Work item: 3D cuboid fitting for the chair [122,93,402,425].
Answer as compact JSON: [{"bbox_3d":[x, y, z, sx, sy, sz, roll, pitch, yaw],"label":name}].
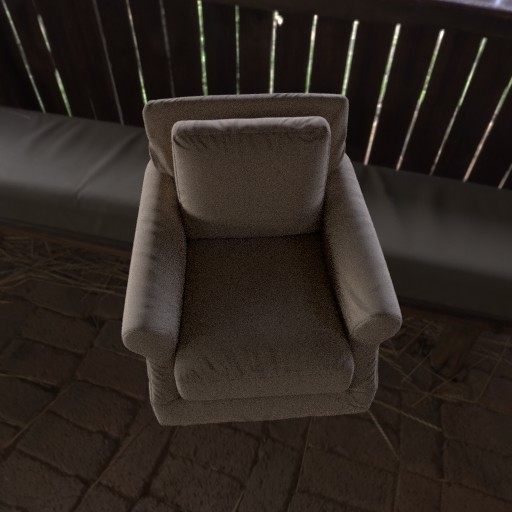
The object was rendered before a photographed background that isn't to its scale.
[{"bbox_3d":[0.000,0.000,1.763,0.940,0.866,1.066,-3,48,-3],"label":"chair"}]
